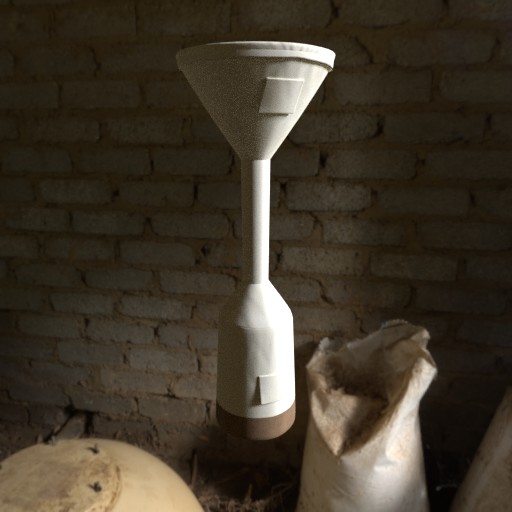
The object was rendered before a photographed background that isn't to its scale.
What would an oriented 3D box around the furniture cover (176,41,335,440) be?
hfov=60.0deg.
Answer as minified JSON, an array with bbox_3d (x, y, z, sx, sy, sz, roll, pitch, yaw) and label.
[{"bbox_3d":[0.000,0.000,2.896,0.914,2.413,0.914,-8,18,-27],"label":"furniture cover"}]
